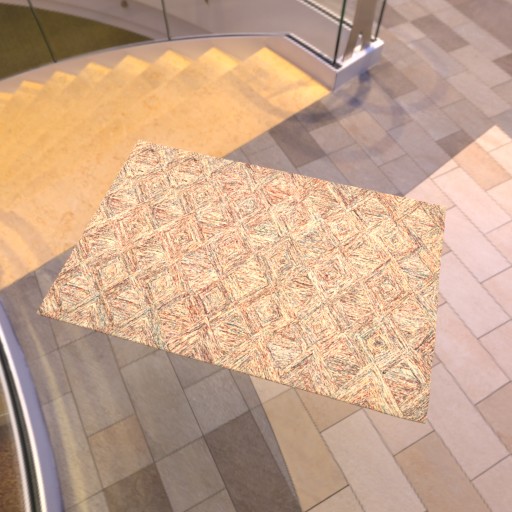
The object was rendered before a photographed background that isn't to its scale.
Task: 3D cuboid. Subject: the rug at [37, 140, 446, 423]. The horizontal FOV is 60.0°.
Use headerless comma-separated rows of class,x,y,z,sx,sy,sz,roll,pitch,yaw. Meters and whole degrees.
rug,0.000,0.000,2.178,1.761,0.014,1.143,14,60,8
